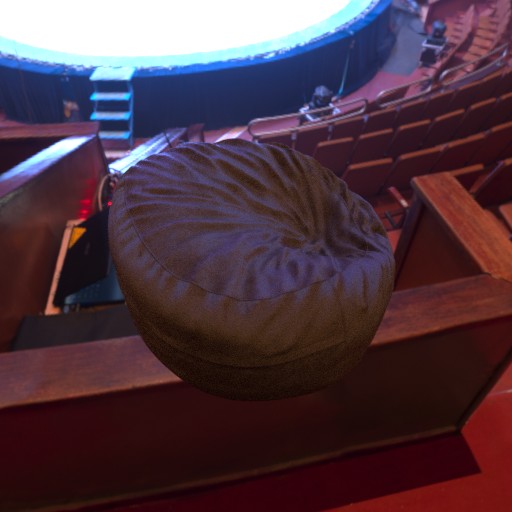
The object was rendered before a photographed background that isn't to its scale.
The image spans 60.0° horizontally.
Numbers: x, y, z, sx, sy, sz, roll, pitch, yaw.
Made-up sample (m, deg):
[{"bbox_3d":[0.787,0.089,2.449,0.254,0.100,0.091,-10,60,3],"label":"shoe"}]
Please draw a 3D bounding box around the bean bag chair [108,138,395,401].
[{"bbox_3d":[0.000,0.000,2.073,1.245,0.821,1.245,0,46,0],"label":"bean bag chair"}]
